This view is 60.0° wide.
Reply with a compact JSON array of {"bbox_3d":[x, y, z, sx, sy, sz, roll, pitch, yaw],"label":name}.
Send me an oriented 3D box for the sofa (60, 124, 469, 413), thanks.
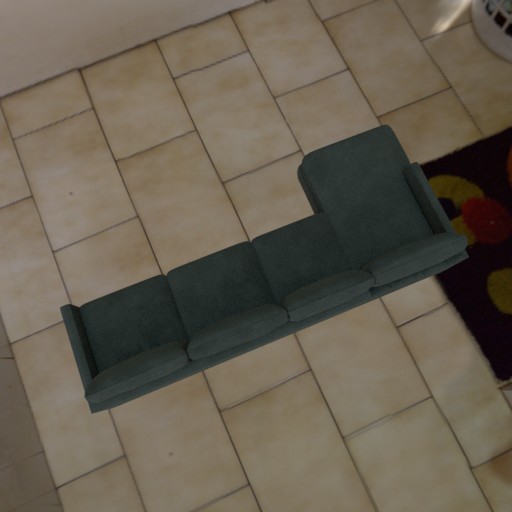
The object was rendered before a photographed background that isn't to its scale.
[{"bbox_3d":[0.000,0.000,4.011,3.400,0.967,1.500,-22,77,-5],"label":"sofa"}]
